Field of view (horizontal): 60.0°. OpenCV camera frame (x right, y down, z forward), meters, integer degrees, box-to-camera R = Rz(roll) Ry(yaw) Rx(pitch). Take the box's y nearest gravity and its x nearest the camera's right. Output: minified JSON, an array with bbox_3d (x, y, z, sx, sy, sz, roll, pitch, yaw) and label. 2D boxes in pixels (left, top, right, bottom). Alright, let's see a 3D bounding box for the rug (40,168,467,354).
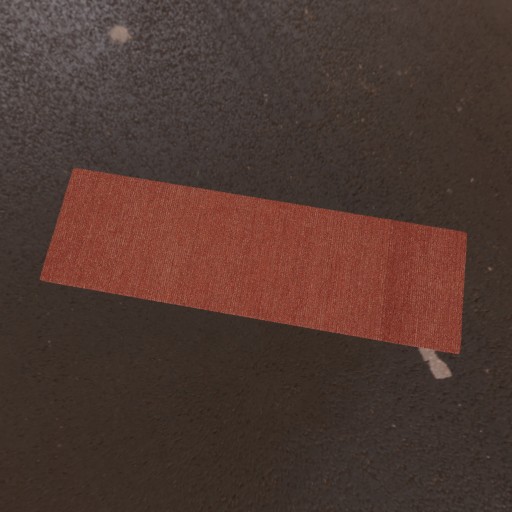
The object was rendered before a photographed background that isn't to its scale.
[{"bbox_3d":[0.000,0.000,2.478,2.307,0.012,0.687,10,75,3],"label":"rug"}]
